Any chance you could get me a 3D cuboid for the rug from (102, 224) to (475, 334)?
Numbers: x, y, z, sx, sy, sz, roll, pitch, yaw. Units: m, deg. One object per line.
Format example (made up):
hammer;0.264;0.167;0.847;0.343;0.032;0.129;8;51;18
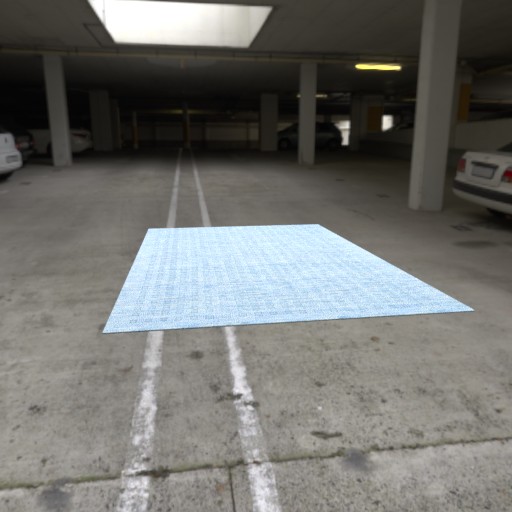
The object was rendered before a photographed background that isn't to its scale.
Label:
rug;0.000;0.000;2.864;1.522;0.006;2.286;-2;14;-9
